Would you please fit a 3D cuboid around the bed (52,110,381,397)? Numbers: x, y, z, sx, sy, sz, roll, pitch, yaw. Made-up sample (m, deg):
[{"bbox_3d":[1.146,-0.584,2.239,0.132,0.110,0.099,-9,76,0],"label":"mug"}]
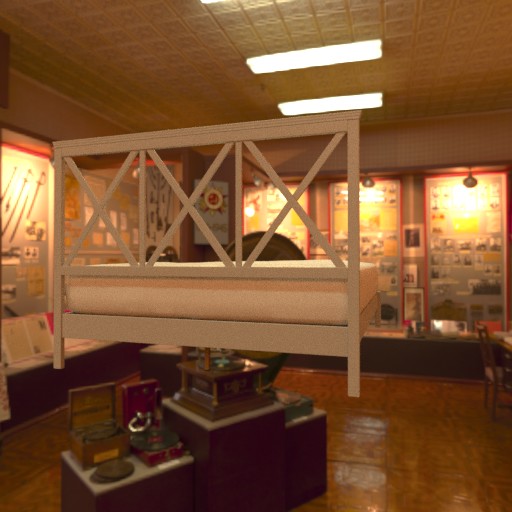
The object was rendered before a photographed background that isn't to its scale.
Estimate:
[{"bbox_3d":[0.000,0.000,3.202,1.673,1.253,2.135,0,0,18],"label":"bed"}]
